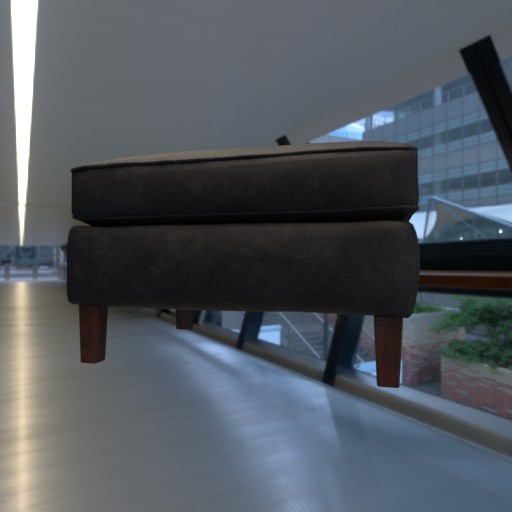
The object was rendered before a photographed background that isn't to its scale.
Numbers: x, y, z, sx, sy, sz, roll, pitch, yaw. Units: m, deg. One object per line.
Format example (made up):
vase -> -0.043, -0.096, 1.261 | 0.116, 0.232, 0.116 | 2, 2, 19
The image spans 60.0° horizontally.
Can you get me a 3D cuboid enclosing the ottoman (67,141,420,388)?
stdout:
ottoman -> 0.000, 0.000, 0.986 | 0.665, 0.413, 0.501 | 0, 0, 16
